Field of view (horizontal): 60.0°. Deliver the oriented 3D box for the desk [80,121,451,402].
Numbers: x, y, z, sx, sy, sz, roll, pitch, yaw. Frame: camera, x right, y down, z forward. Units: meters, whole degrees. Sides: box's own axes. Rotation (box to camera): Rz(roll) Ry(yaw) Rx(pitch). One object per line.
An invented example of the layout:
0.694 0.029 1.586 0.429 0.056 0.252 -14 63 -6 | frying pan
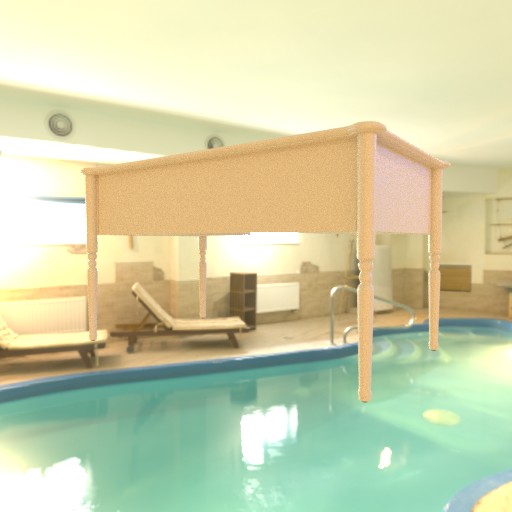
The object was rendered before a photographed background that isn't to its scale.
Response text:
0.000 0.000 1.882 1.380 0.762 0.807 1 2 36 | desk
